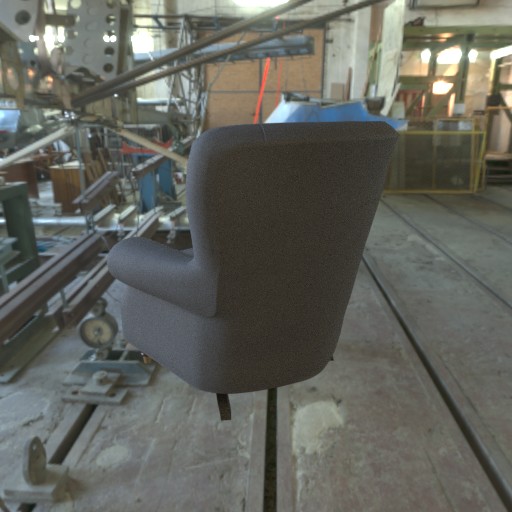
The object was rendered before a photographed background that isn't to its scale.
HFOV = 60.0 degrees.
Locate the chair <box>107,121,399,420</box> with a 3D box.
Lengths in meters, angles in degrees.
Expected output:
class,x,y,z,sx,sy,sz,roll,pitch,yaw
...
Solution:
class,x,y,z,sx,sy,sz,roll,pitch,yaw
chair,0.000,0.000,1.786,0.983,1.046,0.983,-16,23,-40
